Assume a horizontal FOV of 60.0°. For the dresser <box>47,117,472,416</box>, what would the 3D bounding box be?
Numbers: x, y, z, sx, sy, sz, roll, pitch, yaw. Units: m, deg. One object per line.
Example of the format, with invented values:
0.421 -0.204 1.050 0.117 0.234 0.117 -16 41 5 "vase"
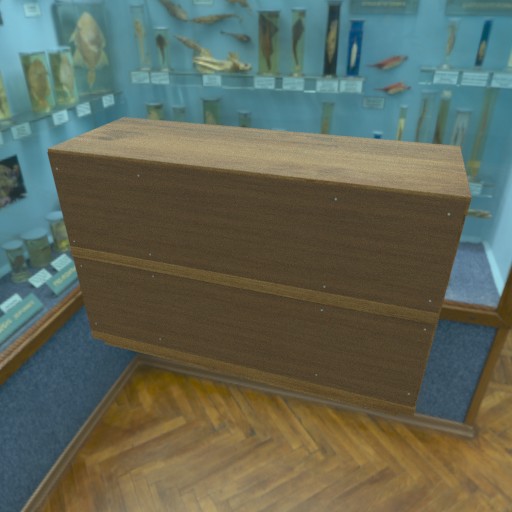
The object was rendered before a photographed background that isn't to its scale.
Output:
0.000 0.000 1.647 1.261 0.825 0.479 10 32 16 "dresser"
